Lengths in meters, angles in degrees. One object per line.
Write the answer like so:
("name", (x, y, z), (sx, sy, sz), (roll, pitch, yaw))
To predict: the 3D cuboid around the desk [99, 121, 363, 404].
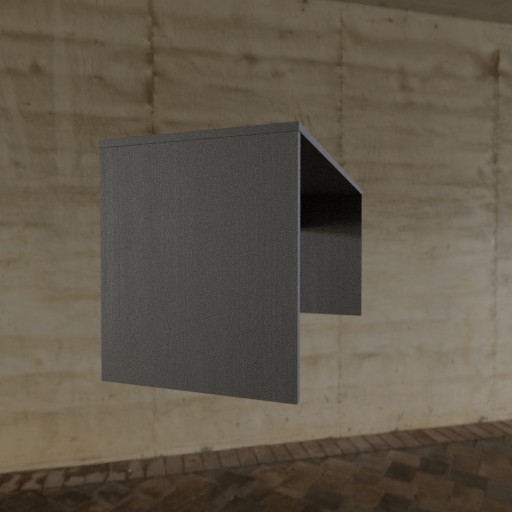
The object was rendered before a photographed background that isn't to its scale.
("desk", (0.000, 0.000, 2.057), (0.802, 0.750, 1.600), (0, 1, 19))
